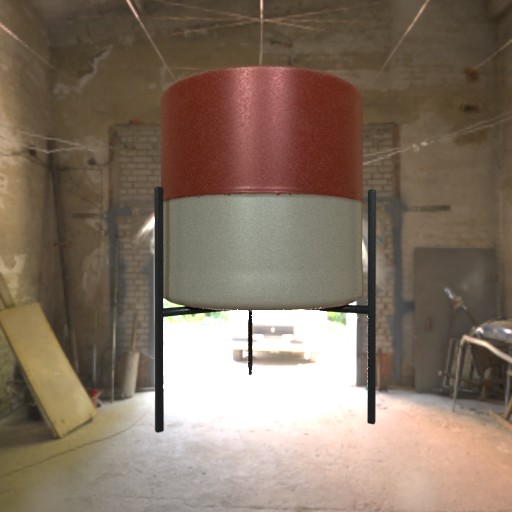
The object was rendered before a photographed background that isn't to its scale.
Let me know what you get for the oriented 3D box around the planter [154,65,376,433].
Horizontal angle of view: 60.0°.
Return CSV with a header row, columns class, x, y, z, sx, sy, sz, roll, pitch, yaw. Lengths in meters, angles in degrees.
class,x,y,z,sx,sy,sz,roll,pitch,yaw
planter,0.000,0.000,0.519,0.251,0.354,0.235,0,1,-36
